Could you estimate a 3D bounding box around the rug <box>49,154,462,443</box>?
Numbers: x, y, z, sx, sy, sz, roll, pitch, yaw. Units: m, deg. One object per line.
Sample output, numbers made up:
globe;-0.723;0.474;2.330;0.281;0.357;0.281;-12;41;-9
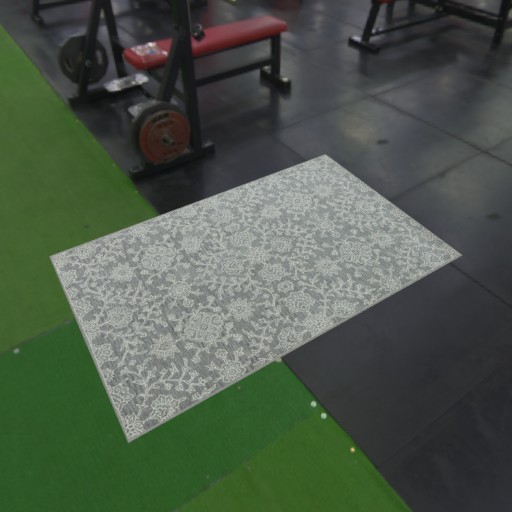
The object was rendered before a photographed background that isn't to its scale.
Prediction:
rug;0.000;0.000;3.074;2.430;0.010;1.515;-24;50;-22
